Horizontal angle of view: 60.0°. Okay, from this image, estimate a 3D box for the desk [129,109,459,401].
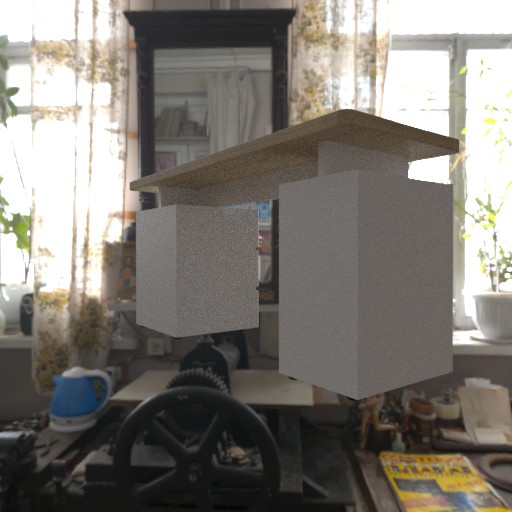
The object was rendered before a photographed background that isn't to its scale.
[{"bbox_3d":[0.000,0.000,1.873,0.550,0.755,1.500,0,1,-37],"label":"desk"}]
